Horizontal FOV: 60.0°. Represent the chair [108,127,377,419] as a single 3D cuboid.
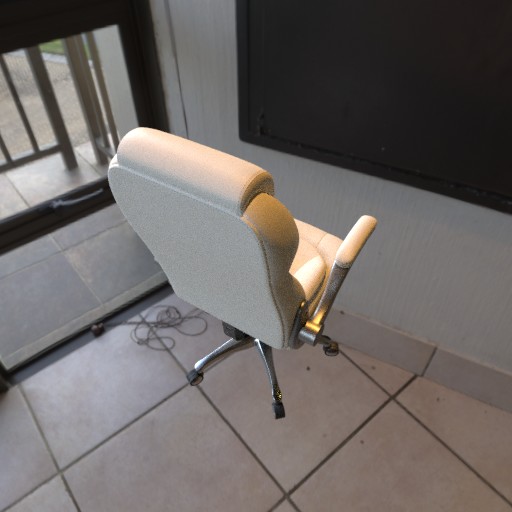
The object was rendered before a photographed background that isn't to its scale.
[{"bbox_3d":[0.000,0.000,1.759,0.755,1.330,0.806,24,50,22],"label":"chair"}]
